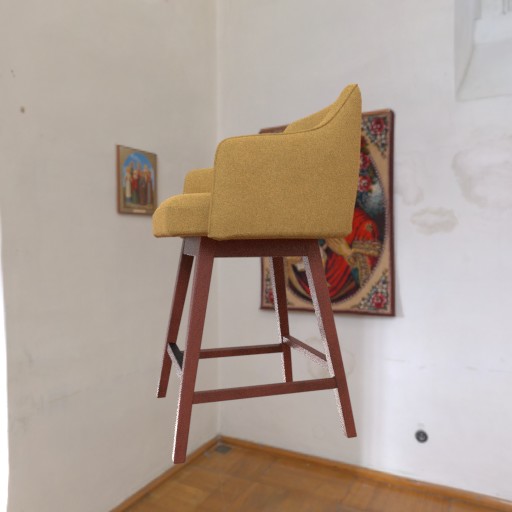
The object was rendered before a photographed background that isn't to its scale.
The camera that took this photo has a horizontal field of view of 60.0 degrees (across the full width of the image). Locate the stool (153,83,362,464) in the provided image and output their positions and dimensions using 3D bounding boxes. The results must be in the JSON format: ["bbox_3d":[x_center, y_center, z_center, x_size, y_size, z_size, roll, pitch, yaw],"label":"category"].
[{"bbox_3d":[0.000,0.000,1.288,0.558,0.924,0.548,-1,2,-17],"label":"stool"}]
